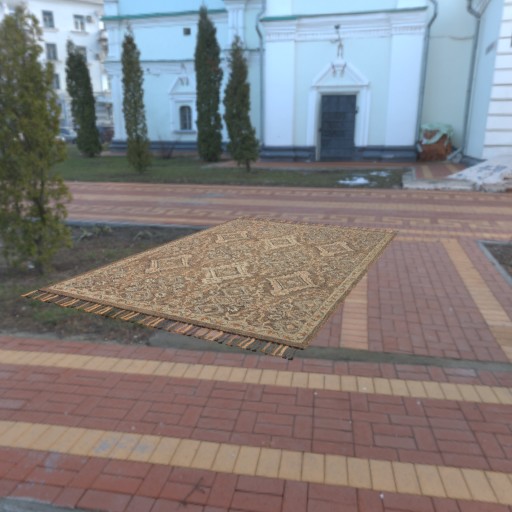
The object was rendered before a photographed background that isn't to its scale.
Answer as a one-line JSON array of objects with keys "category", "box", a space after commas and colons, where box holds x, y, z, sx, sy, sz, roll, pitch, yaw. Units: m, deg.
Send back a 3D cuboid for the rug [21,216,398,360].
[{"category": "rug", "box": [0.000, 0.000, 3.015, 1.516, 0.010, 2.434, 8, 18, 25]}]
